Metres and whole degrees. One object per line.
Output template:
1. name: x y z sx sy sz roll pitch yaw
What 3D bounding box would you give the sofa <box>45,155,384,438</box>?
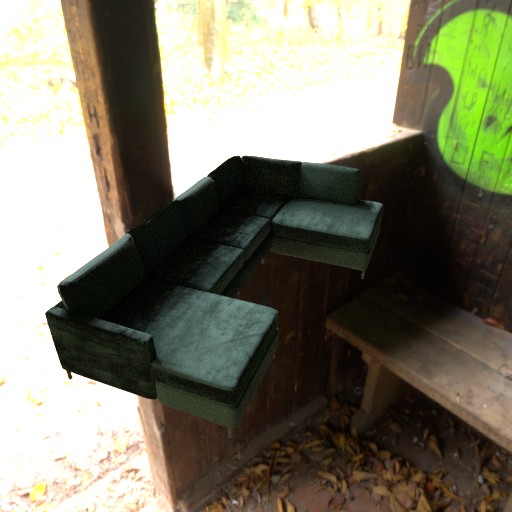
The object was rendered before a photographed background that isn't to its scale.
1. sofa: 0.000 0.000 4.446 2.055 0.992 3.434 12 33 19
